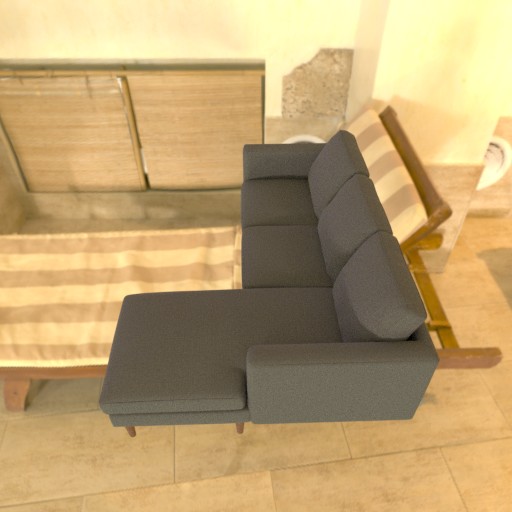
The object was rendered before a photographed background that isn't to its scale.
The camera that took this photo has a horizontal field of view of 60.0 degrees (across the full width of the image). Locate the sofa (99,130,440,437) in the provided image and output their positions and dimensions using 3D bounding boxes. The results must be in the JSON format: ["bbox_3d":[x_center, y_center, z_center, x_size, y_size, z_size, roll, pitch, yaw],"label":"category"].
[{"bbox_3d":[0.000,0.000,2.866,1.591,0.897,2.031,-1,42,-1],"label":"sofa"}]
